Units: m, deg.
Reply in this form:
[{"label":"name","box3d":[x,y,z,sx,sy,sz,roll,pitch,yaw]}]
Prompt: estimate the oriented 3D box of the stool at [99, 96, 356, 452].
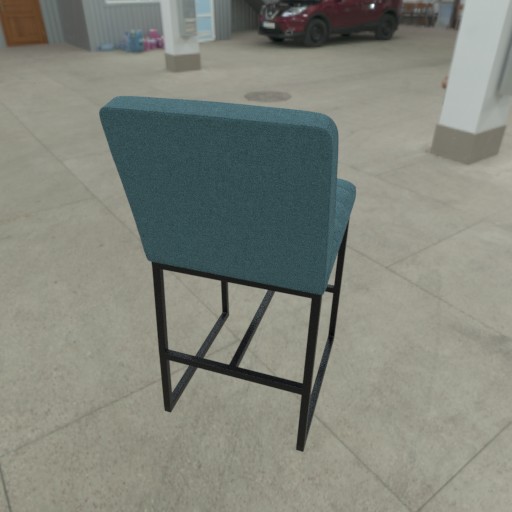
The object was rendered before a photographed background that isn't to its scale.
[{"label":"stool","box3d":[0.000,0.000,1.240,0.460,0.940,0.560,10,34,16]}]
